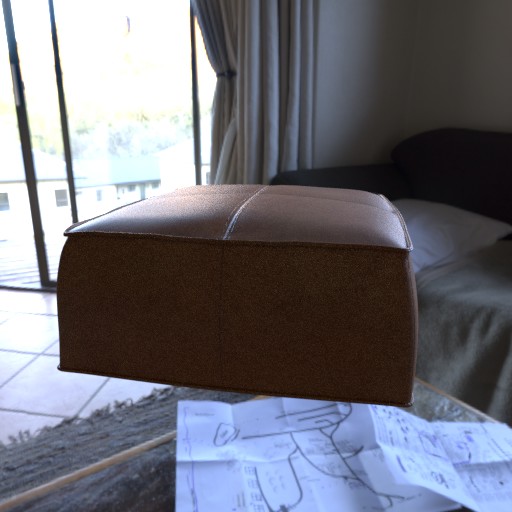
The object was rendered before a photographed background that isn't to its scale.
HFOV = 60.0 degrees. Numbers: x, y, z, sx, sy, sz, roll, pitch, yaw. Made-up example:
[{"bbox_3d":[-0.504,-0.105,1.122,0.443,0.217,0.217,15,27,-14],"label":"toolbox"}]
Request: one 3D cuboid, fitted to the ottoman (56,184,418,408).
[{"bbox_3d":[0.000,0.000,1.376,0.901,0.395,0.902,3,16,10],"label":"ottoman"}]
